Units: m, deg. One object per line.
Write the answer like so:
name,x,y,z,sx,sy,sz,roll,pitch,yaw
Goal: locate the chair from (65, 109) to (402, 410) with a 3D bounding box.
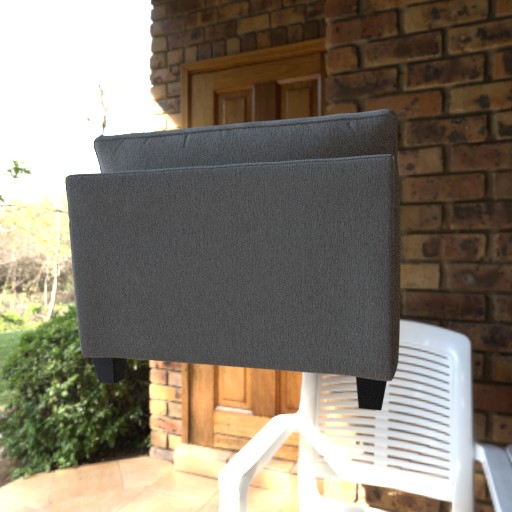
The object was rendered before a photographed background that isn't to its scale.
chair,0.000,0.000,1.971,1.220,1.016,1.041,0,0,17
